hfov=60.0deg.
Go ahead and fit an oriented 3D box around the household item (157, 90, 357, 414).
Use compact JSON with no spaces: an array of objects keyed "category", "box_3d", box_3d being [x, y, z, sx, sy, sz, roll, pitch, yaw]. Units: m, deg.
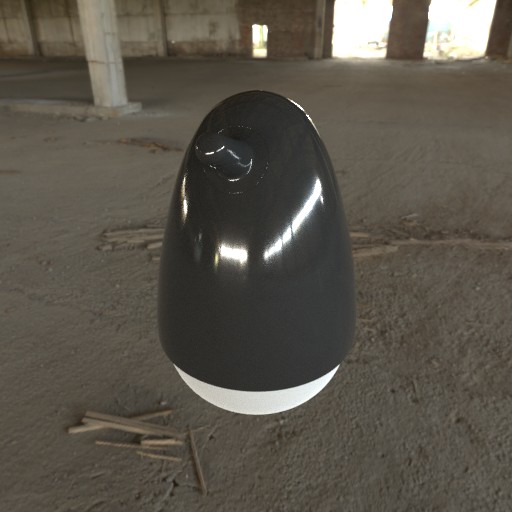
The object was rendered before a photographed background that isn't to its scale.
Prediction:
[{"category":"household item","box_3d":[0.000,0.000,0.216,0.102,0.152,0.104,8,28,16]}]
